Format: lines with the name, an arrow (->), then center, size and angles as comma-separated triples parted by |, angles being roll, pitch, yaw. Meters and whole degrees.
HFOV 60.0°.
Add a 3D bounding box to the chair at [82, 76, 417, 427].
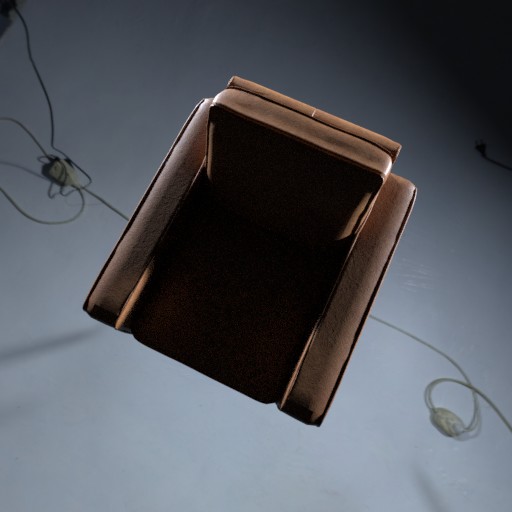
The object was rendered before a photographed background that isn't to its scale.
chair -> 0.000, 0.000, 1.776 | 0.987, 0.901, 1.027 | 22, 77, 5
